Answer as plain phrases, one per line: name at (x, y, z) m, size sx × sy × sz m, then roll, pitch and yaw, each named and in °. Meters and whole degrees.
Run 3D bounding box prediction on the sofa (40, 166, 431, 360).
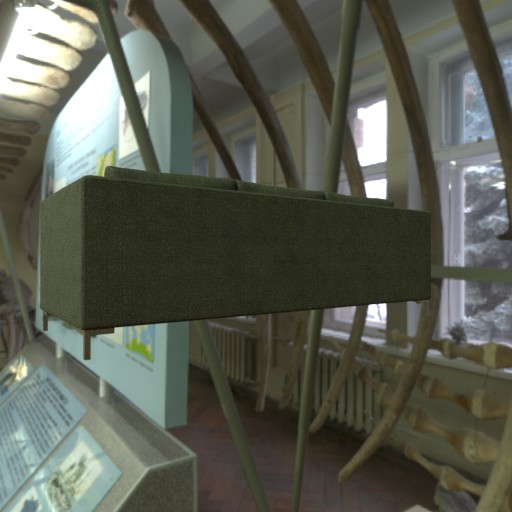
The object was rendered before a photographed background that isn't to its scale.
sofa at (0.000, 0.000, 2.885) m, size 2.415 × 0.867 × 0.969 m, roll 0°, pitch -1°, yaw -35°
